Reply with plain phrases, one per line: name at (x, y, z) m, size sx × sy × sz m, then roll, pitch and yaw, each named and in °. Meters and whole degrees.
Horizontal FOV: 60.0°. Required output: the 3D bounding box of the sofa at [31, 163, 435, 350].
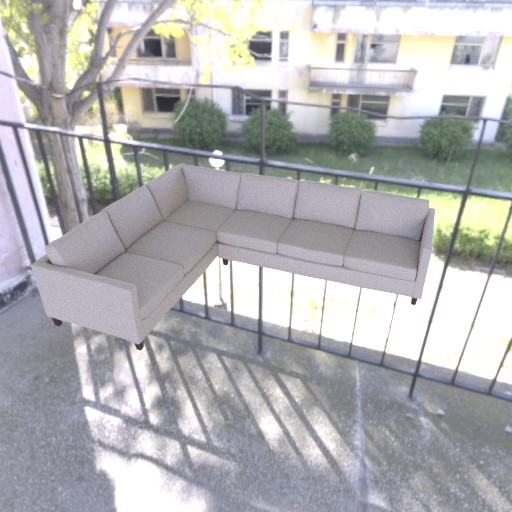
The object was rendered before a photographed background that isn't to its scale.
sofa at (0.000, 0.000, 4.351) m, size 3.182 × 0.863 × 2.432 m, roll 11°, pitch 33°, yaw 18°
